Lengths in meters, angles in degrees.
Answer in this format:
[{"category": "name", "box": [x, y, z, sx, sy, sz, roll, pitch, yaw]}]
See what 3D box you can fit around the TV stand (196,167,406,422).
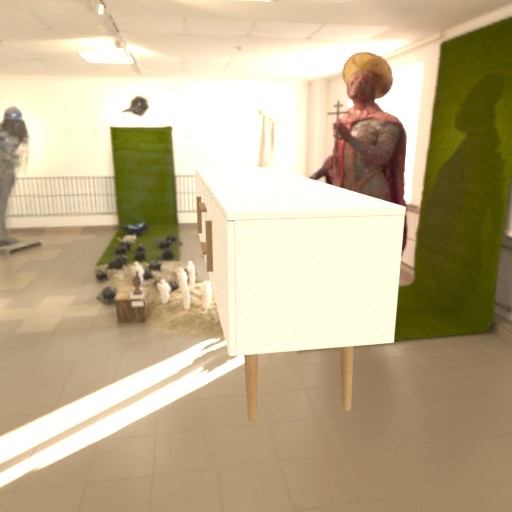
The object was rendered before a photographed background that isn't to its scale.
[{"category": "TV stand", "box": [0.000, 0.000, 1.644, 0.401, 0.560, 1.398, -3, 15, -10]}]
